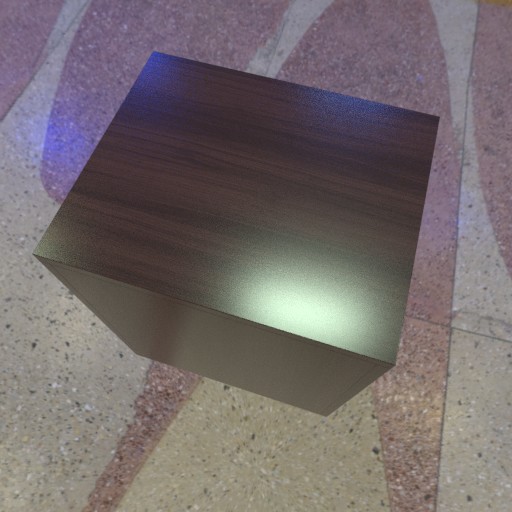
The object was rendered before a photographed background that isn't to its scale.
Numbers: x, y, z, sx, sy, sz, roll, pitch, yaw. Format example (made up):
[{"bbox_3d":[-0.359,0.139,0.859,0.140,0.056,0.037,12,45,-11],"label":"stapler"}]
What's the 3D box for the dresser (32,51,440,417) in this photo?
[{"bbox_3d":[0.000,0.000,0.745,0.400,0.470,0.360,16,65,8],"label":"dresser"}]
